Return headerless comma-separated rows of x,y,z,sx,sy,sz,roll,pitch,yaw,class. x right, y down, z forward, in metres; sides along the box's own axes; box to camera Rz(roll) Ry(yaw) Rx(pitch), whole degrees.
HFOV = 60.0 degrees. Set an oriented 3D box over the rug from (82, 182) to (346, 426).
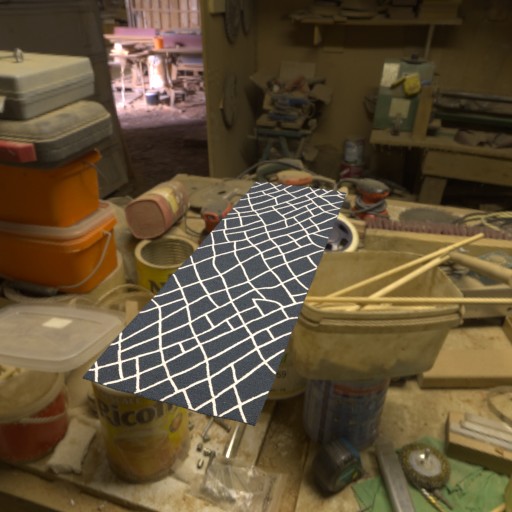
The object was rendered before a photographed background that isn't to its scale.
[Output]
0.000,0.000,2.823,0.807,0.010,2.476,10,32,16,rug
